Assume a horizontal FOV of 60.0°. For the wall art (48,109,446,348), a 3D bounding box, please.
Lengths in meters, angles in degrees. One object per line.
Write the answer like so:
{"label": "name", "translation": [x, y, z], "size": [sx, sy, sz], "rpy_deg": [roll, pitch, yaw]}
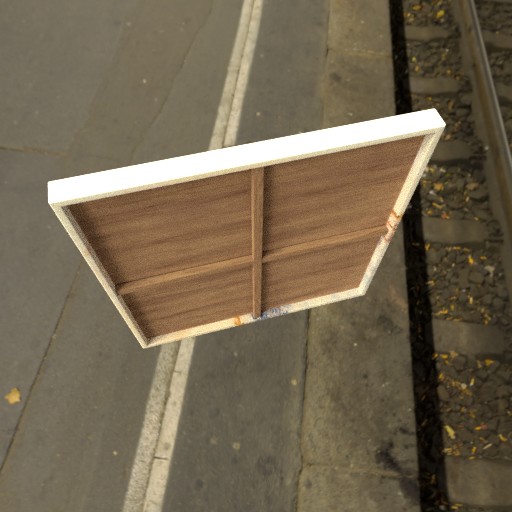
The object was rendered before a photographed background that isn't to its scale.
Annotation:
{"label": "wall art", "translation": [0.000, 0.000, 1.617], "size": [1.061, 1.061, 0.071], "rpy_deg": [-13, 60, -7]}
